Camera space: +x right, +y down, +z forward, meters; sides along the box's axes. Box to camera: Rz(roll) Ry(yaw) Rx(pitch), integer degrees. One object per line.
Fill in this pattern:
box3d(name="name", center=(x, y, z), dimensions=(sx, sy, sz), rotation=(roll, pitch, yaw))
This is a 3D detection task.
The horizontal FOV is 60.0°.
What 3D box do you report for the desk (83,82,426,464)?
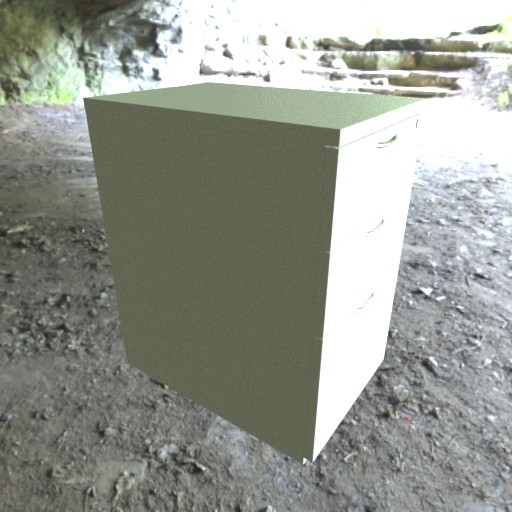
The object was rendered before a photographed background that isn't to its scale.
box3d(name="desk", center=(0.000, 0.000, 1.081), dimensions=(0.600, 0.730, 0.404), rotation=(18, 32, 31))
